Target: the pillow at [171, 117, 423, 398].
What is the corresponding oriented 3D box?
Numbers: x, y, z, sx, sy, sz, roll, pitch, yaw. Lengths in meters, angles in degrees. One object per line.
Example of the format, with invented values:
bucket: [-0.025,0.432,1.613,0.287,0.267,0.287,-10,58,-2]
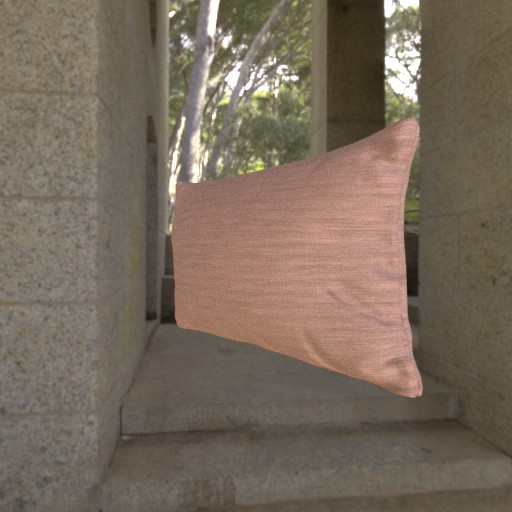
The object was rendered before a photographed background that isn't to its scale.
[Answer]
pillow: [0.000,0.000,0.776,0.210,0.338,0.633,-1,1,-36]
